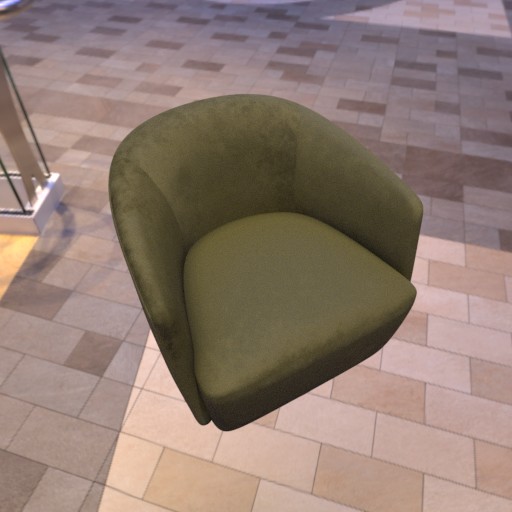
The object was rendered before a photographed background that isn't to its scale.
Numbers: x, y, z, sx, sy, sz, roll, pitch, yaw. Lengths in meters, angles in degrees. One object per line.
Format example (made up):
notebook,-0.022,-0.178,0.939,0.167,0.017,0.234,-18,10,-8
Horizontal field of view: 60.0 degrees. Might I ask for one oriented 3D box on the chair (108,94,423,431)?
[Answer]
chair,0.000,0.000,1.353,0.773,0.698,0.767,-22,50,-20
